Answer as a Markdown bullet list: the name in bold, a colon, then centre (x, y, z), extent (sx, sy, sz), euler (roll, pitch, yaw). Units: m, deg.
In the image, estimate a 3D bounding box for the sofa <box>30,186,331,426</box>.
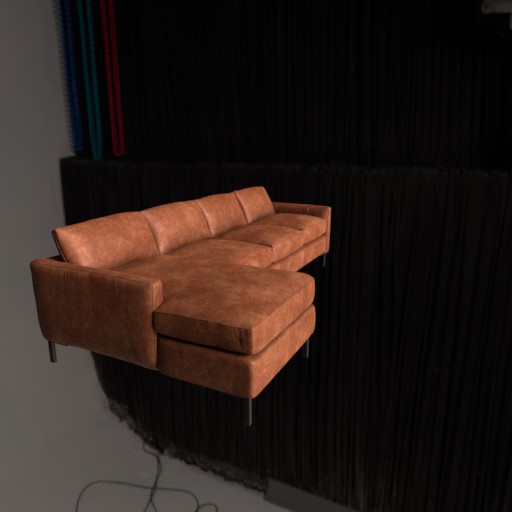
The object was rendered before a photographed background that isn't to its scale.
- **sofa**: centre (0.000, 0.000, 3.593), extent (1.471, 0.859, 2.993), euler (7, 16, 26)
